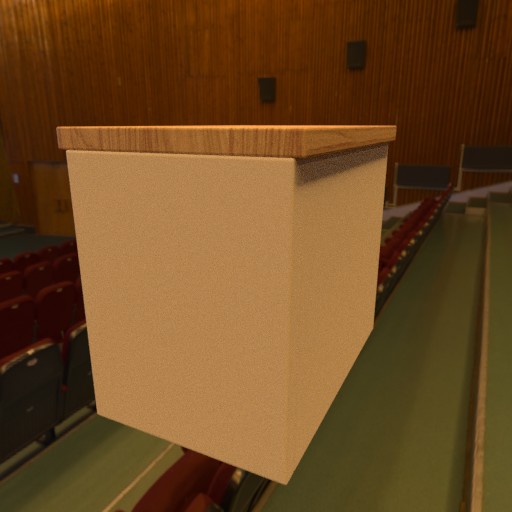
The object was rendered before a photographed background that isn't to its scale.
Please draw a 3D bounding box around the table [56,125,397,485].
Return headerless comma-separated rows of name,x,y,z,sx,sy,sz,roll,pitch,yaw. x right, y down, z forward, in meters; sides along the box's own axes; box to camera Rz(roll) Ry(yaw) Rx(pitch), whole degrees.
table,0.000,0.000,0.783,0.360,0.440,0.500,8,18,25
